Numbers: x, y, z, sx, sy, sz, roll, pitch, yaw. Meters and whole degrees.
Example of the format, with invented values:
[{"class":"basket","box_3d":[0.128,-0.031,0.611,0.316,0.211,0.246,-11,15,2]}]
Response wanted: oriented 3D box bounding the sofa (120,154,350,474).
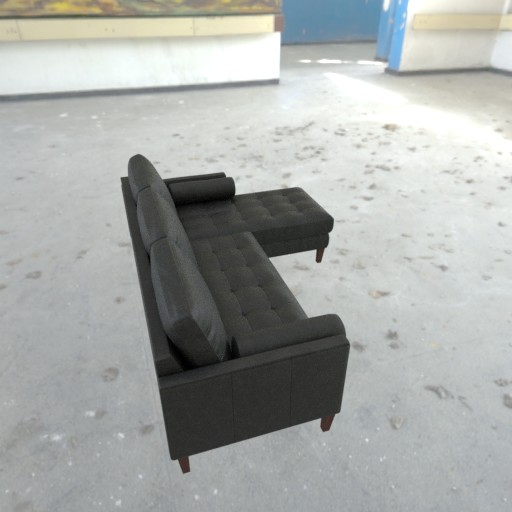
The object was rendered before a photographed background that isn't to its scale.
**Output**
[{"class":"sofa","box_3d":[0.000,0.000,2.855,1.497,0.876,2.178,-10,33,-15]}]
